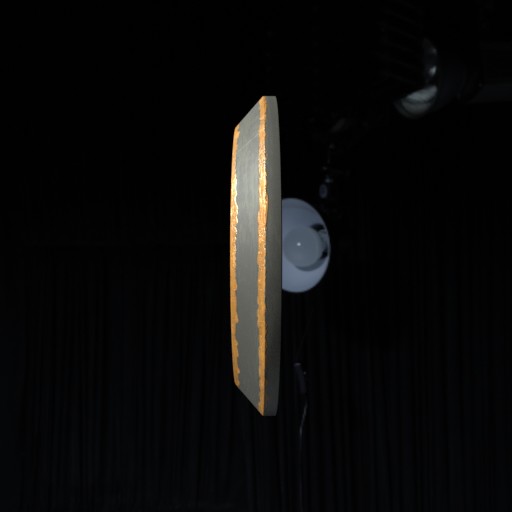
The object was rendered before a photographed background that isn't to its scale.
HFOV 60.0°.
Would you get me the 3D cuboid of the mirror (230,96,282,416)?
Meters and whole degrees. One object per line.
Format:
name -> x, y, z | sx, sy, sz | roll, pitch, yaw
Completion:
mirror -> 0.000, 0.000, 1.338 | 0.111, 0.907, 0.907 | 0, 0, 0
